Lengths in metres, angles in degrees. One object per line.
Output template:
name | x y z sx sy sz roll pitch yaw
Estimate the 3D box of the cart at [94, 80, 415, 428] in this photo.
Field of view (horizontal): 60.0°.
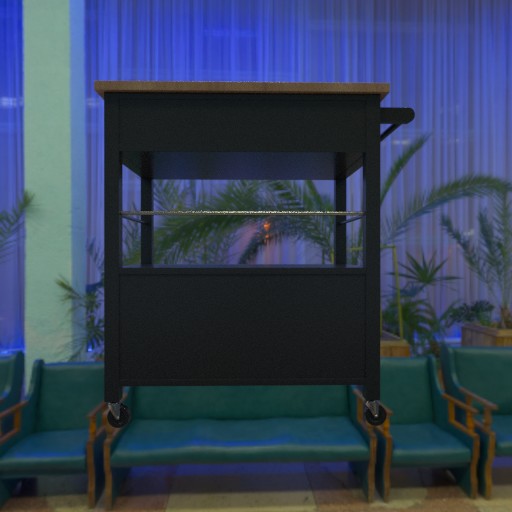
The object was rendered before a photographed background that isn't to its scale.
cart | 0.000 0.000 1.375 0.840 0.901 0.459 0 0 -1
